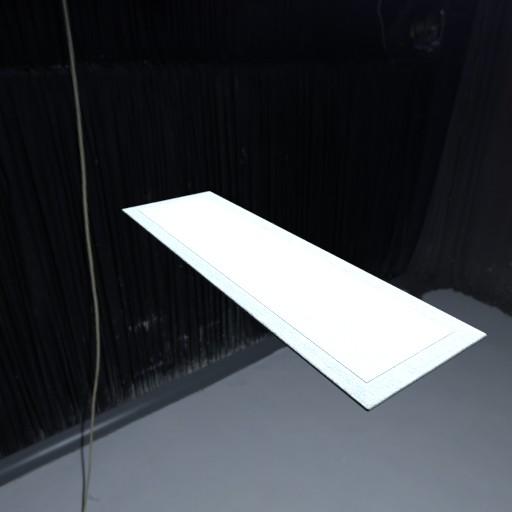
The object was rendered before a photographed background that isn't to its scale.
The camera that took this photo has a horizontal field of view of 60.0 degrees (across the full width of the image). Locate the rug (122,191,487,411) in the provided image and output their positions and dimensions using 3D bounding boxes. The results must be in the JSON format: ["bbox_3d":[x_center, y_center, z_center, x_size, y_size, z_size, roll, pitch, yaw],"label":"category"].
[{"bbox_3d":[0.000,0.000,2.624,0.759,0.012,2.430,-17,31,-31],"label":"rug"}]
